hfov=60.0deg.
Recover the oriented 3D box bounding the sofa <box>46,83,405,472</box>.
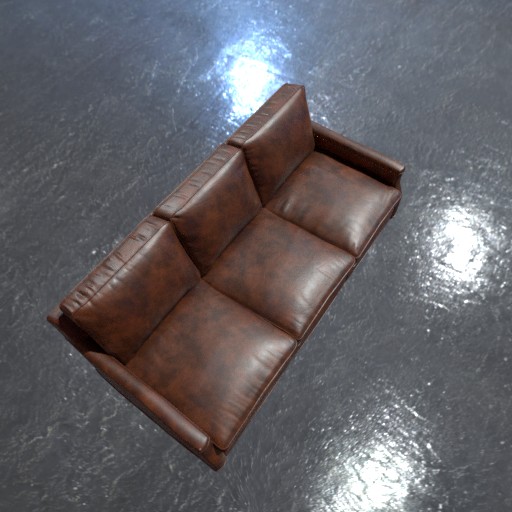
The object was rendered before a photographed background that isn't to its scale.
[{"bbox_3d":[0.000,0.000,2.811,1.084,1.003,2.240,32,64,17],"label":"sofa"}]
